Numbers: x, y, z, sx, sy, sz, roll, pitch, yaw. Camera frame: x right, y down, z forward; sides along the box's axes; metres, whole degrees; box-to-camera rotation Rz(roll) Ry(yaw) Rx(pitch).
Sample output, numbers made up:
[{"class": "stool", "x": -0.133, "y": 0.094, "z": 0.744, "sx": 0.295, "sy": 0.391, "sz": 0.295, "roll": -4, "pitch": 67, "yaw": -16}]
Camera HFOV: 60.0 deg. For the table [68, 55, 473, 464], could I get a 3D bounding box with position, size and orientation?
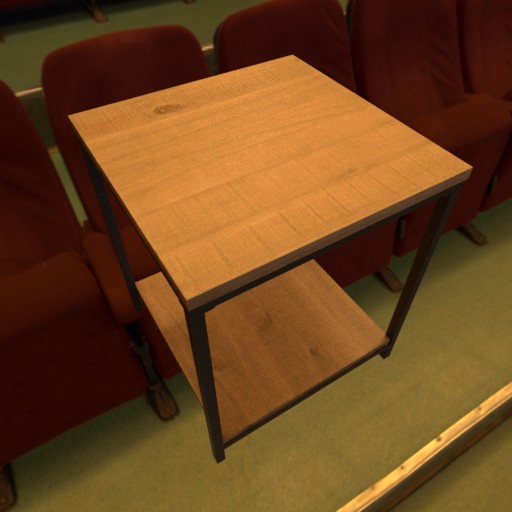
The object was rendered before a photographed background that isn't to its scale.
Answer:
[{"class": "table", "x": 0.000, "y": 0.000, "z": 0.980, "sx": 0.507, "sy": 0.589, "sz": 0.503, "roll": -24, "pitch": 52, "yaw": -21}]
